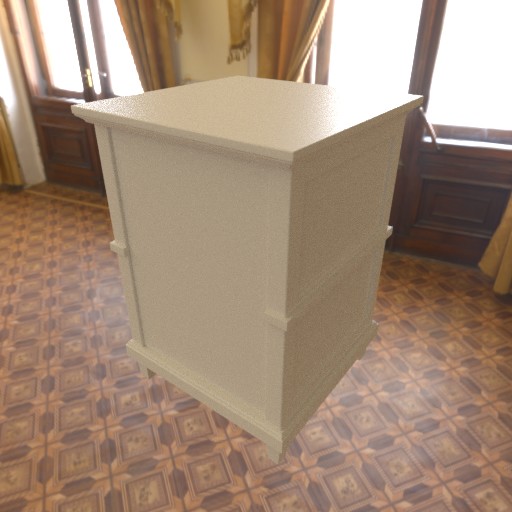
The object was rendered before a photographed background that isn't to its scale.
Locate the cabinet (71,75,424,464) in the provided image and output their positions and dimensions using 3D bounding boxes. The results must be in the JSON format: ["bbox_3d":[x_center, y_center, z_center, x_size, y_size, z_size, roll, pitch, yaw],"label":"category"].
[{"bbox_3d":[0.000,0.000,1.151,0.544,0.775,0.547,20,36,31],"label":"cabinet"}]
